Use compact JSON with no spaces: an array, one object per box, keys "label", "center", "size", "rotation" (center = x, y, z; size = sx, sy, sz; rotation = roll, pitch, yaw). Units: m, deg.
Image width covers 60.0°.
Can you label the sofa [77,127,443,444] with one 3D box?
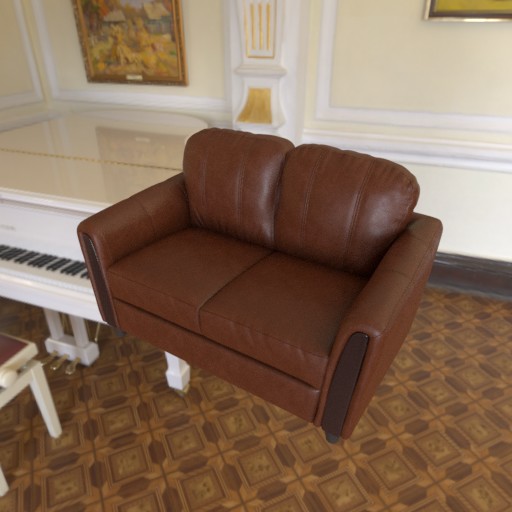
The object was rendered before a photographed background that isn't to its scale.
[{"label":"sofa","center":[0.000,0.000,1.956],"size":[1.406,0.906,0.805],"rotation":[17,33,29]}]
